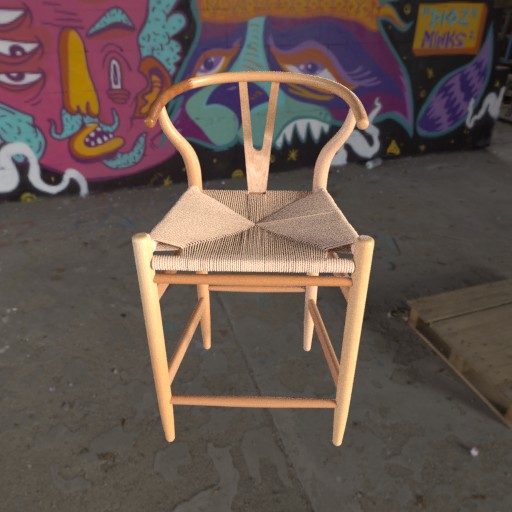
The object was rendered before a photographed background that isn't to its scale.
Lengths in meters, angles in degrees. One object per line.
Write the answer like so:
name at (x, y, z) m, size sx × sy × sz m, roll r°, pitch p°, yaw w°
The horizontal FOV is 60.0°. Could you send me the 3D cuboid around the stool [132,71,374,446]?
stool at (0.000, 0.000, 1.280) m, size 0.536 × 0.923 × 0.575 m, roll 1°, pitch 30°, yaw 1°
